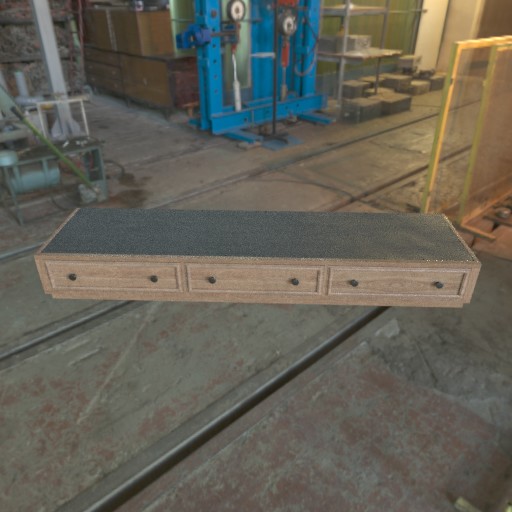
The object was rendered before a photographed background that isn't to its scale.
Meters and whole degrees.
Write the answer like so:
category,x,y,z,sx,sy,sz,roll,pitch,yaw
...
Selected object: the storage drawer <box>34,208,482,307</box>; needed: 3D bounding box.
category,x,y,z,sx,sy,sz,roll,pitch,yaw
storage drawer,0.000,0.000,2.291,2.032,0.264,0.538,1,31,2
